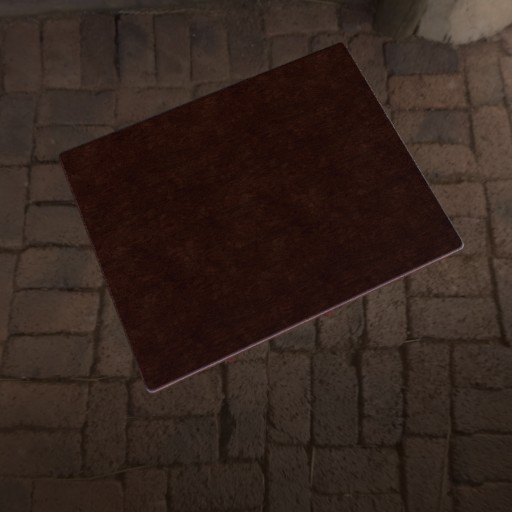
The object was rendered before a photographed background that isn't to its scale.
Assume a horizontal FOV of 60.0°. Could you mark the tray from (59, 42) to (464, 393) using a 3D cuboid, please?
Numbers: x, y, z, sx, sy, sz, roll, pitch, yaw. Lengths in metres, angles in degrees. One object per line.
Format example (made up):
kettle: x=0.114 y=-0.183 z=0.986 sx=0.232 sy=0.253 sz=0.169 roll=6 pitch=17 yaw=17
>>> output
tray: x=0.000 y=0.000 z=0.962 sx=0.483 sy=0.660 sz=0.381 roll=-24 pitch=77 yaw=-6
